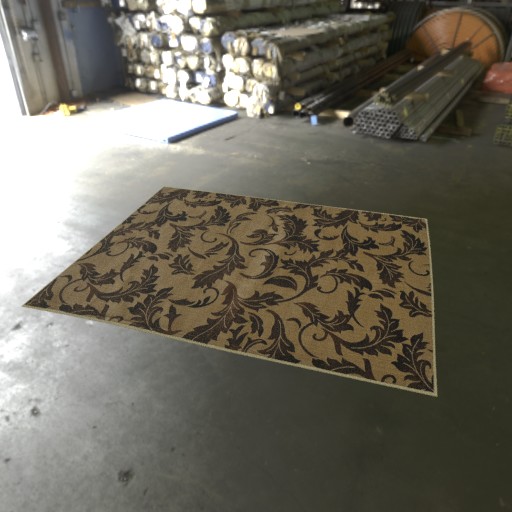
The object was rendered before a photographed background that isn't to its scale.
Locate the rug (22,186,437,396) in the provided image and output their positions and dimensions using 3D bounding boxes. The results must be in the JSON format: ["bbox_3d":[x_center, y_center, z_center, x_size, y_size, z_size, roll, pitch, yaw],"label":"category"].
[{"bbox_3d":[0.000,0.000,3.932,2.977,0.008,2.380,9,33,14],"label":"rug"}]
